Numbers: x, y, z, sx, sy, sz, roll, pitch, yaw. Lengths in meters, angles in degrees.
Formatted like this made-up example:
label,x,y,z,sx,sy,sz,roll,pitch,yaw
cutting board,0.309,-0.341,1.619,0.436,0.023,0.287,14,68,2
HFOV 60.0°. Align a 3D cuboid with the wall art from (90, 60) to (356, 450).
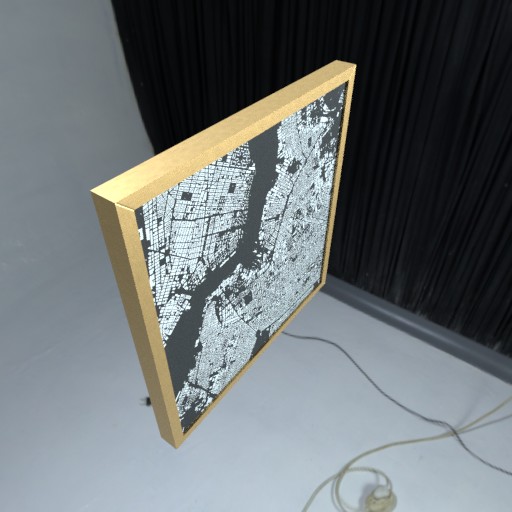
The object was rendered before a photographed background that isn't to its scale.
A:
label,x,y,z,sx,sy,sz,roll,pitch,yaw
wall art,0.000,0.000,1.914,0.095,1.284,1.284,26,47,27
